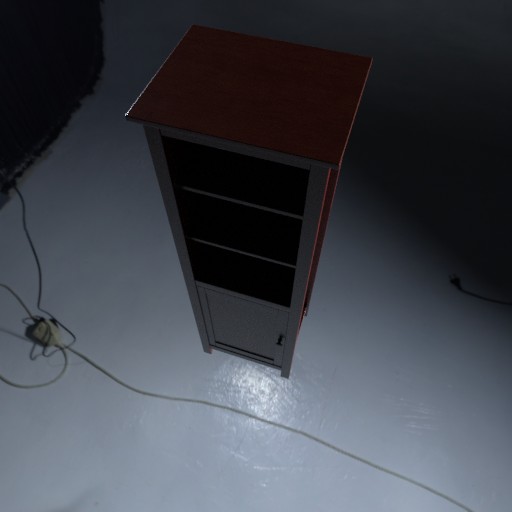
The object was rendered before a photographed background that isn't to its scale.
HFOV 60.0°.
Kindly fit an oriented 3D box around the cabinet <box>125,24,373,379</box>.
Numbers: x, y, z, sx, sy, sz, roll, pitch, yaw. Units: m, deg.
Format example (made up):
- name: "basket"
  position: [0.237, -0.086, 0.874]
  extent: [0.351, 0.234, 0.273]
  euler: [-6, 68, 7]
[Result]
- name: "cabinet"
  position: [0.000, 0.000, 1.710]
  extent: [0.500, 1.518, 0.401]
  euler: [15, 58, 10]
